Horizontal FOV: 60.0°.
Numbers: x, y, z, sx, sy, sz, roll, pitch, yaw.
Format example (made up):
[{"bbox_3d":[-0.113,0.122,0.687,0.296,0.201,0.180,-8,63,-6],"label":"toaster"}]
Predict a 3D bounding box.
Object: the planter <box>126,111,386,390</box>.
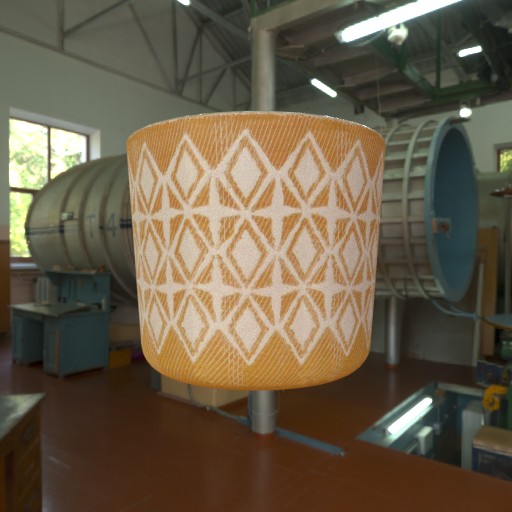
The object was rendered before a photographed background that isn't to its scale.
[{"bbox_3d":[0.000,0.000,0.345,0.193,0.165,0.193,0,1,0],"label":"planter"}]
